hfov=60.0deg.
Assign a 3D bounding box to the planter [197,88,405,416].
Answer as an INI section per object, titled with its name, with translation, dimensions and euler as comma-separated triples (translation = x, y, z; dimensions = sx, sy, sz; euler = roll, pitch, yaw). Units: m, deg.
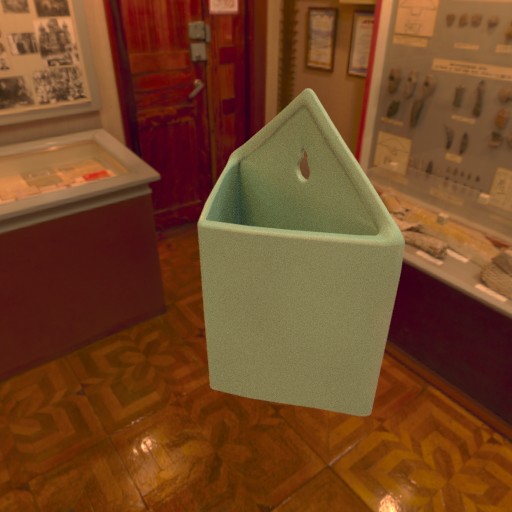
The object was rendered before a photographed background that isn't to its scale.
[planter]
translation = 0.000, 0.000, 0.286
dimensions = 0.079, 0.197, 0.164
euler = -21, 38, -29
